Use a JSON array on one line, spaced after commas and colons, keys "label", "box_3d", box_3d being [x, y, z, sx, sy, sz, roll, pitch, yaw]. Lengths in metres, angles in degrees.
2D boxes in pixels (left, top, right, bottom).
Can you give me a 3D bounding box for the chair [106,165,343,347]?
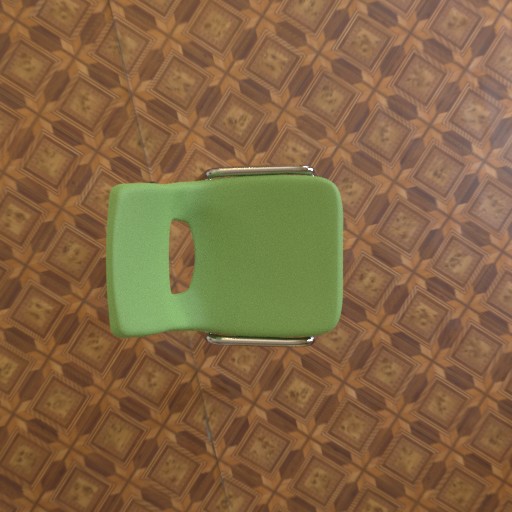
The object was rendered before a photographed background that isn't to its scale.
[{"label": "chair", "box_3d": [0.000, 0.000, 0.961, 0.436, 0.704, 0.381, 0, 91, -1]}]
